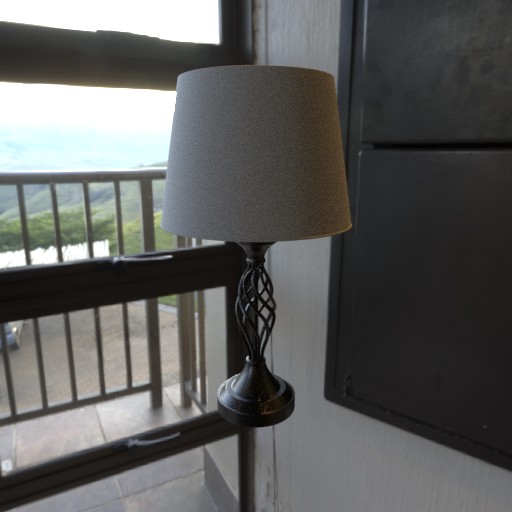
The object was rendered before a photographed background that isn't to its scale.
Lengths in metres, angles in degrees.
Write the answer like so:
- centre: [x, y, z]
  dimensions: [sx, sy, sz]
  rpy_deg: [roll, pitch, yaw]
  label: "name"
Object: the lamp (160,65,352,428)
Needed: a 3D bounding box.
- centre: [0.000, 0.000, 0.794]
  dimensions: [0.331, 0.594, 0.331]
  rpy_deg: [0, 13, 0]
  label: "lamp"
